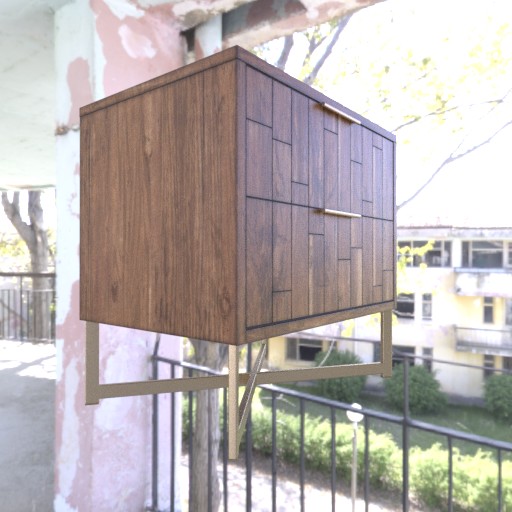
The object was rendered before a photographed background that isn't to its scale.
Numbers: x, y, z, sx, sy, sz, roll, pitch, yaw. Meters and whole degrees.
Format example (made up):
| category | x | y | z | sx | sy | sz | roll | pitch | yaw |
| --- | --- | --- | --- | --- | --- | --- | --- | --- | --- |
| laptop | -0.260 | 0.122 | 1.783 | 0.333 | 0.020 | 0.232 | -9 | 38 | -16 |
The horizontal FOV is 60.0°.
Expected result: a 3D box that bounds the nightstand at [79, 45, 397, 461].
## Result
| category | x | y | z | sx | sy | sz | roll | pitch | yaw |
| --- | --- | --- | --- | --- | --- | --- | --- | --- | --- |
| nightstand | 0.000 | 0.000 | 1.010 | 0.446 | 0.610 | 0.610 | 0 | 0 | 39 |
